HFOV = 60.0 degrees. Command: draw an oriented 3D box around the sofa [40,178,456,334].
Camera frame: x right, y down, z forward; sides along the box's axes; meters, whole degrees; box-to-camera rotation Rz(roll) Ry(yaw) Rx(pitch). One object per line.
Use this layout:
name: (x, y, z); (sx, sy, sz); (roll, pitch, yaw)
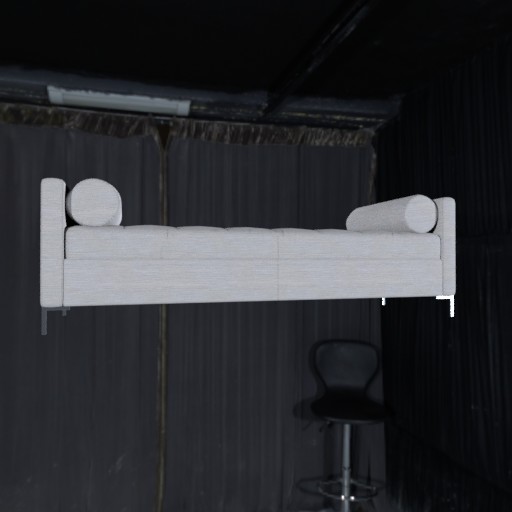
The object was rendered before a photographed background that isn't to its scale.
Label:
sofa: (0.000, 0.000, 2.354); (1.981, 0.635, 0.686); (0, -1, -17)
